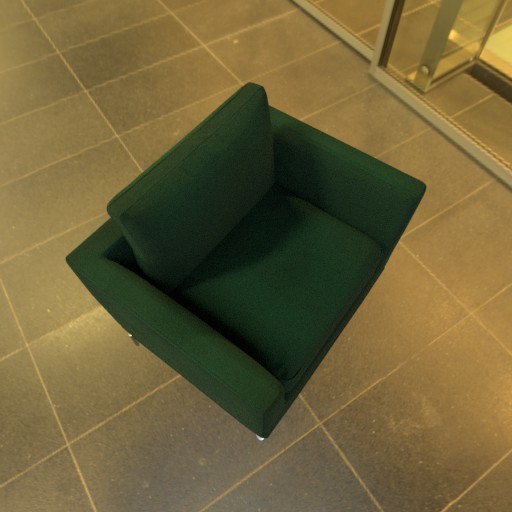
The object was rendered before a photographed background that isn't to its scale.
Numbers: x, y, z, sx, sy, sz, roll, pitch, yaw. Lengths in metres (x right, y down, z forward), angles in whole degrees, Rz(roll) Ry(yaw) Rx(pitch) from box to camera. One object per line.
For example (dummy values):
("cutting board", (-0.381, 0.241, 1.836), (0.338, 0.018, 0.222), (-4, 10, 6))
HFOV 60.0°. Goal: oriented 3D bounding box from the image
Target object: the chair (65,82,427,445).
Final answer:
("chair", (0.000, 0.000, 1.782), (0.852, 0.997, 1.047), (33, 64, 18))
